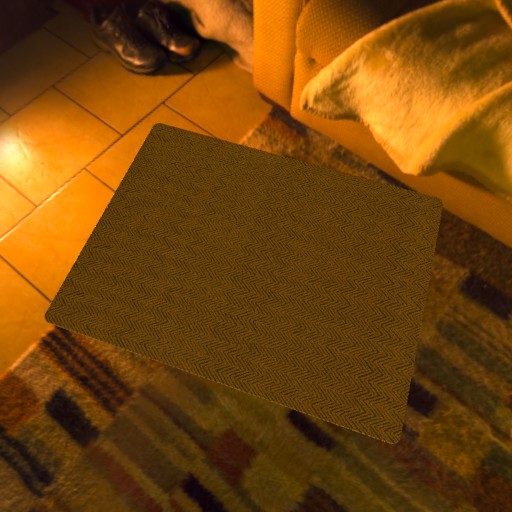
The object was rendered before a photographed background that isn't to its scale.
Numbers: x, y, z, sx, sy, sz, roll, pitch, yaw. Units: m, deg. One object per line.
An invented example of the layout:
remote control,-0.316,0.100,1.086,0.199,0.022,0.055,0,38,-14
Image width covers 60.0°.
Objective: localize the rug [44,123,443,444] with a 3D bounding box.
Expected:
rug,0.000,0.000,4.229,3.207,0.014,2.439,17,65,8
